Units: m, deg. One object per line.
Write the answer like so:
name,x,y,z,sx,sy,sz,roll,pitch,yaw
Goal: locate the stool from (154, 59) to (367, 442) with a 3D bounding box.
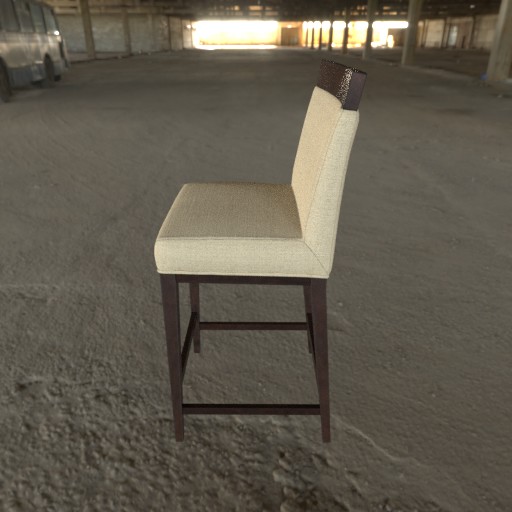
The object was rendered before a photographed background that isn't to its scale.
stool,0.000,0.000,1.402,0.531,1.117,0.511,0,26,0
